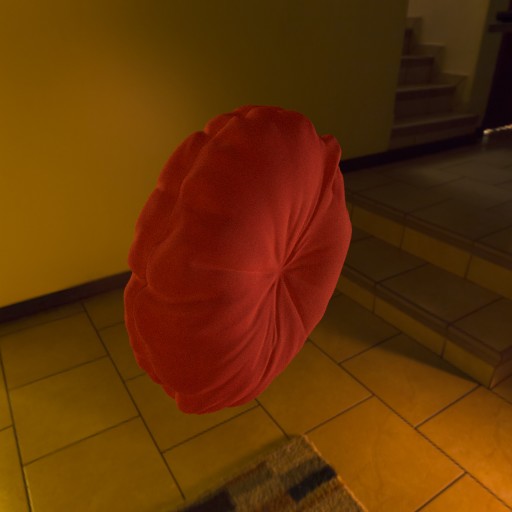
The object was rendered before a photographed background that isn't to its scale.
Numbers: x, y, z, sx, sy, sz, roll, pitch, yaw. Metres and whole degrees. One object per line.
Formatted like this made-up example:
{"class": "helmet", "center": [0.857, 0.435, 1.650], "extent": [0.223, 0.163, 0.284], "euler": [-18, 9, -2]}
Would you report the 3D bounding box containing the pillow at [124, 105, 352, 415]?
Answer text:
{"class": "pillow", "center": [0.000, 0.000, 0.632], "extent": [0.148, 0.407, 0.428], "euler": [19, 33, 32]}
